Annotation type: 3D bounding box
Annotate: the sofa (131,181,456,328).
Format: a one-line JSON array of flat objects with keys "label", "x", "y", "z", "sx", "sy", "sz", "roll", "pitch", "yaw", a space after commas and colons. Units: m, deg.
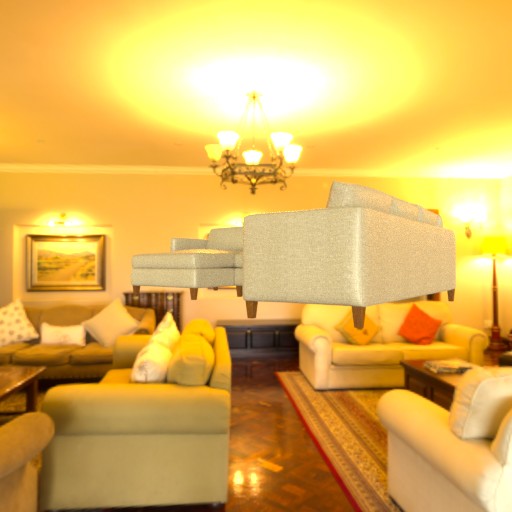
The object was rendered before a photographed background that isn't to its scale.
[{"label": "sofa", "x": 0.000, "y": 0.000, "z": 4.710, "sx": 3.460, "sy": 0.961, "sz": 2.594, "roll": -1, "pitch": -1, "yaw": 36}]
